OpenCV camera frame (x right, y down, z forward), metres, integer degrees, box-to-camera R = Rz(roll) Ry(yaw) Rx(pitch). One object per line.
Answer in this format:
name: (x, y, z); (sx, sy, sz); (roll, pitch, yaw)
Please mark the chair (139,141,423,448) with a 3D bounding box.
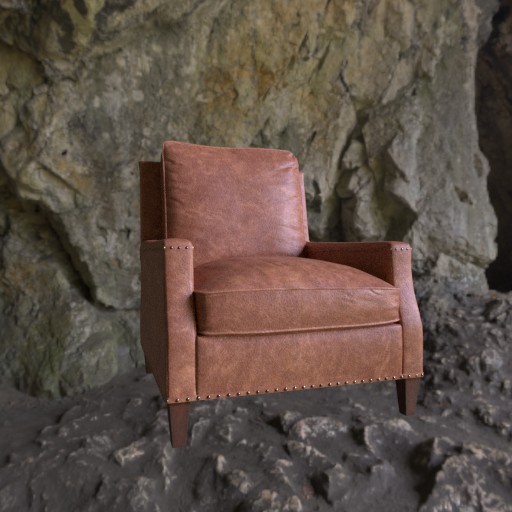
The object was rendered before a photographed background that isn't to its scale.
chair: (0.000, 0.000, 1.784); (0.854, 1.054, 1.035); (0, 0, -19)
